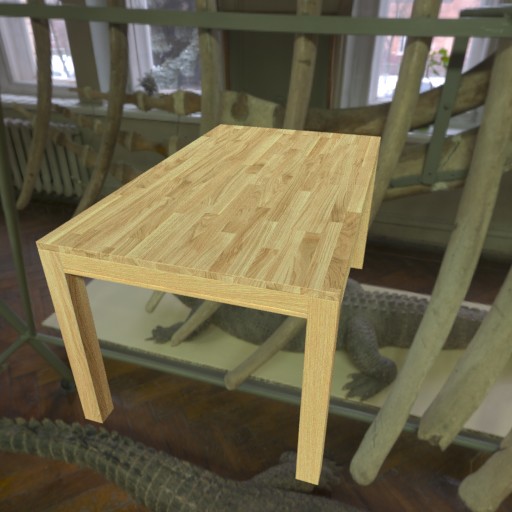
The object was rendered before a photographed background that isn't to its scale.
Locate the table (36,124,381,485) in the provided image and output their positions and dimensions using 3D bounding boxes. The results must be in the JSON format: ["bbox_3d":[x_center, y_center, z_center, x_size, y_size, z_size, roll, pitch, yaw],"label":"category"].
[{"bbox_3d":[0.000,0.000,2.011,0.900,0.770,1.500,9,31,15],"label":"table"}]
